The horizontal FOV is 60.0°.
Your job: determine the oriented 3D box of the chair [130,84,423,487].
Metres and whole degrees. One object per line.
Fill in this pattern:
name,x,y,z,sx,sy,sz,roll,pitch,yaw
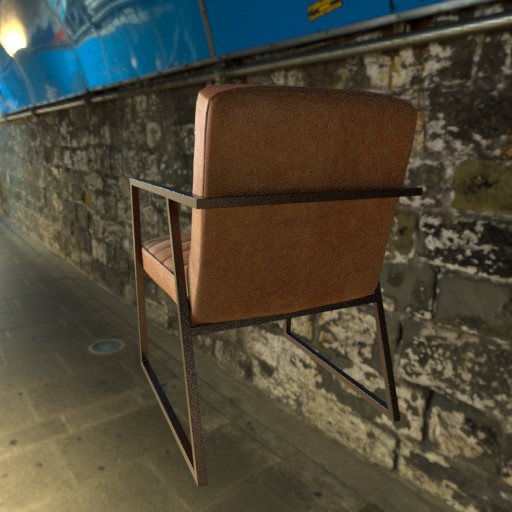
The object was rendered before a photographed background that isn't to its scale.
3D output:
chair,0.000,0.000,1.246,0.571,0.832,0.677,-6,15,-24
